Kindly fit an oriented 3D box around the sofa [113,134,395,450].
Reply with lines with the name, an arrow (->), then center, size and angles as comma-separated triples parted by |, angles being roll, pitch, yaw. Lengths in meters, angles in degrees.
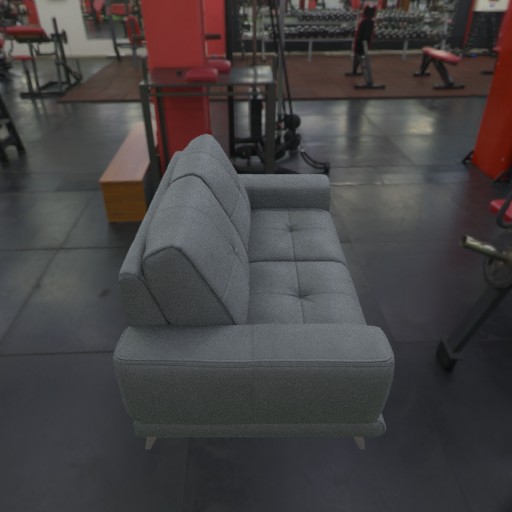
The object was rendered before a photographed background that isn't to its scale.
sofa -> 0.000, 0.000, 2.323 | 1.018, 0.907, 1.806 | 0, 32, 0
